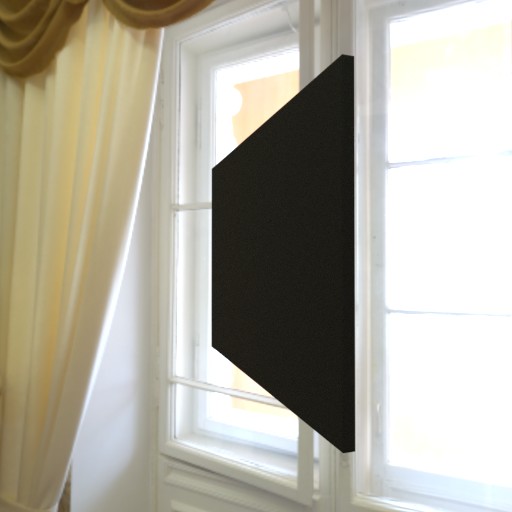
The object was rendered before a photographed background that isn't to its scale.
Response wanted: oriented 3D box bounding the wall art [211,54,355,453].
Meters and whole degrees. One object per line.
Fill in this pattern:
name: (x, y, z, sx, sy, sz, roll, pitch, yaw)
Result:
wall art: (0.000, 0.000, 1.192, 0.049, 0.659, 0.964, 0, -1, -17)
